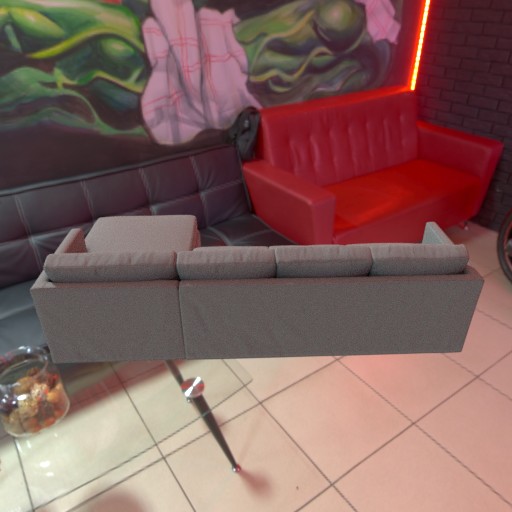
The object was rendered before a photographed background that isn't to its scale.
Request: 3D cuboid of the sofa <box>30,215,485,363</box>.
[{"bbox_3d":[0.000,0.000,3.881,3.177,0.867,1.622,-1,31,-2],"label":"sofa"}]
